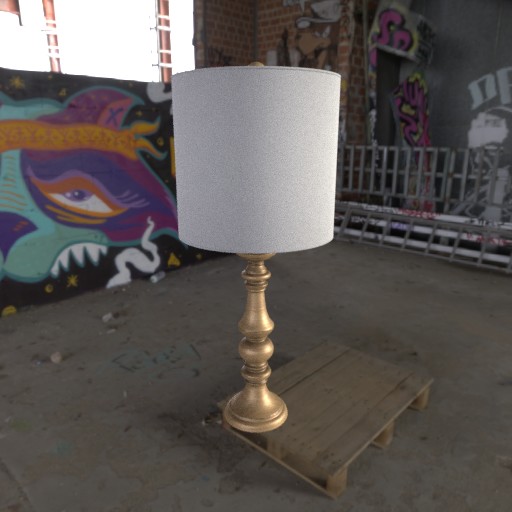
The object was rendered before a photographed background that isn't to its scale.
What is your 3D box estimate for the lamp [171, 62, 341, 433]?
[{"bbox_3d":[0.000,0.000,0.737,0.250,0.597,0.250,-8,17,-26],"label":"lamp"}]
